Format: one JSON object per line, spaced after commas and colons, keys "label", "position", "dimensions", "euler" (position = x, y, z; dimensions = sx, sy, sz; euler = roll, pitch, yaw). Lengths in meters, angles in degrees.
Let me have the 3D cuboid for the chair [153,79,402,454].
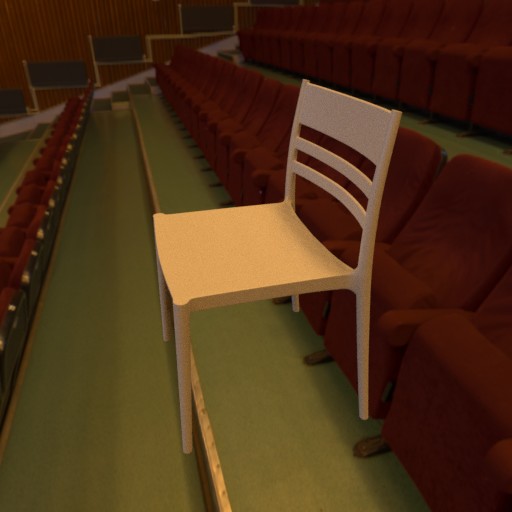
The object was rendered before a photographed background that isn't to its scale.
{"label": "chair", "position": [0.000, 0.000, 1.164], "dimensions": [0.511, 0.800, 0.531], "euler": [-8, 30, -14]}
